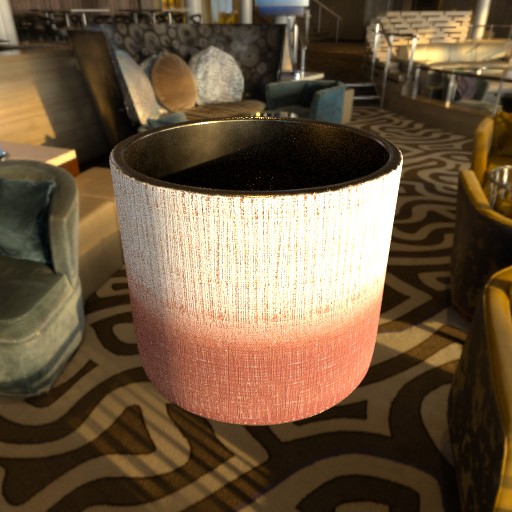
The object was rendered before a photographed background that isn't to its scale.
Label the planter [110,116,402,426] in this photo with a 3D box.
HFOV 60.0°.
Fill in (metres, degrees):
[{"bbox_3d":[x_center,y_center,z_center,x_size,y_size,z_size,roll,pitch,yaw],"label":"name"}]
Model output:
[{"bbox_3d":[0.000,0.000,0.311,0.178,0.157,0.178,0,29,0],"label":"planter"}]
